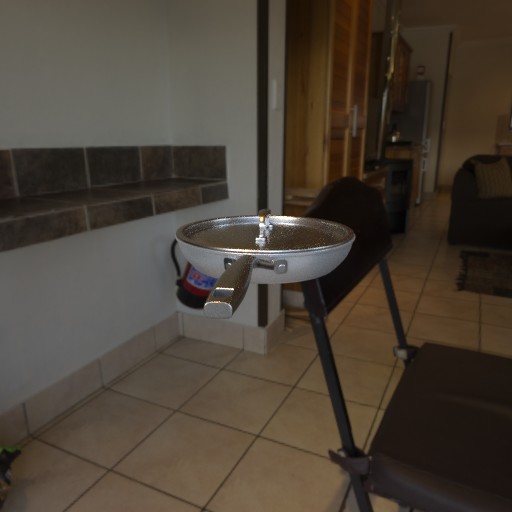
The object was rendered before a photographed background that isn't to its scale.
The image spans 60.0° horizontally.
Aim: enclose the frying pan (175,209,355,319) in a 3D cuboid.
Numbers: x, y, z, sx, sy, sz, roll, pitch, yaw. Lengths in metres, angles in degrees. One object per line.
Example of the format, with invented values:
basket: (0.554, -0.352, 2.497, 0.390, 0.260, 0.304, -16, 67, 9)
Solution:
frying pan: (0.000, 0.000, 0.582, 0.272, 0.086, 0.490, 2, 15, 7)
